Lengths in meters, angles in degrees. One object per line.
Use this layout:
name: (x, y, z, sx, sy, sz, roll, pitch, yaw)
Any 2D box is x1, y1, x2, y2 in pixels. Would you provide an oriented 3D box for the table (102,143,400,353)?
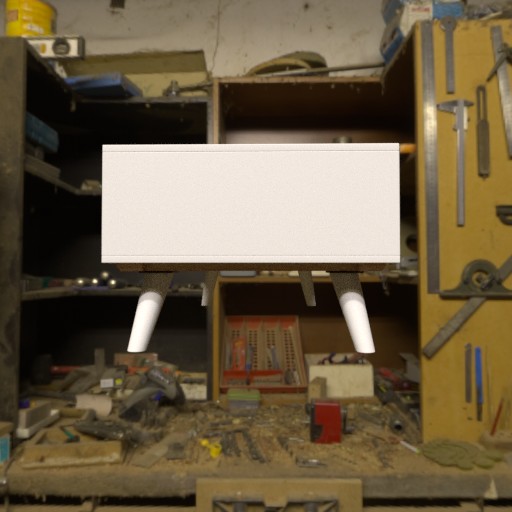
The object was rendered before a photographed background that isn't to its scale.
table: (0.000, 0.000, 1.500, 0.609, 0.432, 1.194, 0, -1, 1)
